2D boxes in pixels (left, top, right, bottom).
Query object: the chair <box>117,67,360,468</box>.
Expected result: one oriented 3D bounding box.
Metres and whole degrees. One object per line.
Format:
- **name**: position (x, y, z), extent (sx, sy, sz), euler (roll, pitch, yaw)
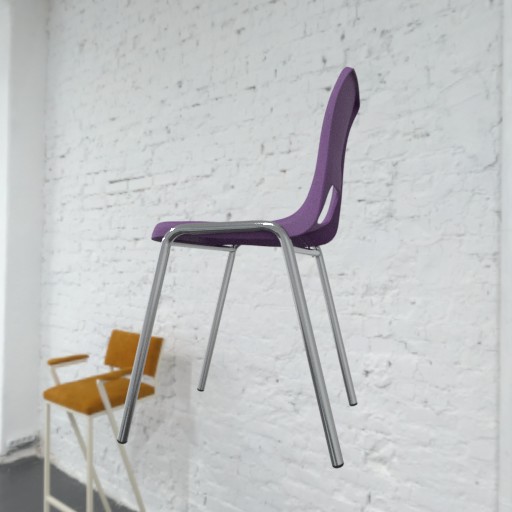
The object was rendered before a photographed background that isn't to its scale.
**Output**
- **chair**: position (0.000, 0.000, 0.949), extent (0.432, 0.704, 0.381), euler (0, -2, 17)
